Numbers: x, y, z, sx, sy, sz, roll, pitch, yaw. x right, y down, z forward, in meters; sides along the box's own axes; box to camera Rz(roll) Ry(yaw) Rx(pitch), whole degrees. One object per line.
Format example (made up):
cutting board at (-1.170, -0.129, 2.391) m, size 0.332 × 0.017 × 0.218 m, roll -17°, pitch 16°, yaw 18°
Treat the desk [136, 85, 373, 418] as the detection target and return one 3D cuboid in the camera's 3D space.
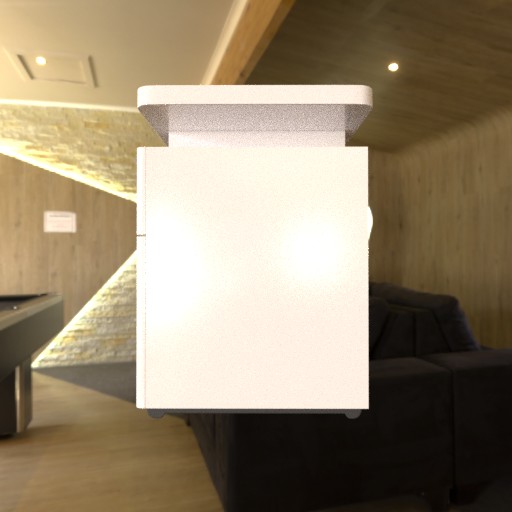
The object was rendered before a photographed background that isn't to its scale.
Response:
desk at (0.000, 0.000, 1.596) m, size 0.550 × 0.760 × 1.200 m, roll 0°, pitch -1°, yaw 0°
